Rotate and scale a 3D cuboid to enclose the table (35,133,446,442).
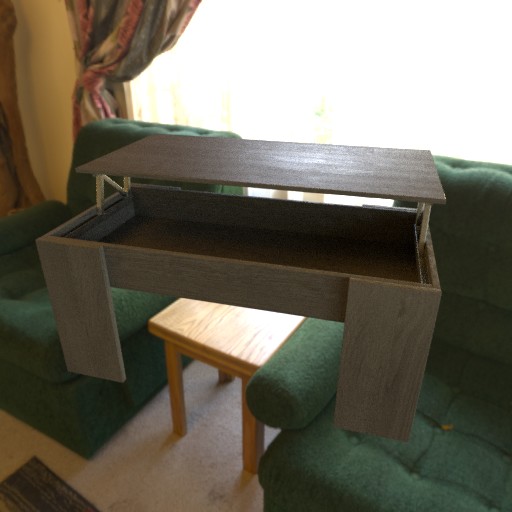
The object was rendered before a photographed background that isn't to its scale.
[{"bbox_3d":[0.000,0.000,1.404,1.000,0.570,0.711,7,28,14],"label":"table"}]
